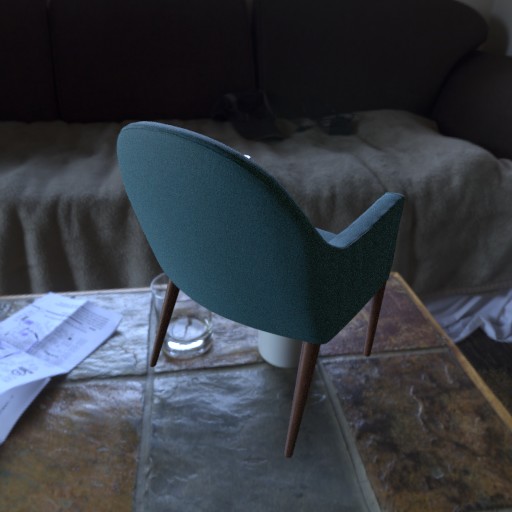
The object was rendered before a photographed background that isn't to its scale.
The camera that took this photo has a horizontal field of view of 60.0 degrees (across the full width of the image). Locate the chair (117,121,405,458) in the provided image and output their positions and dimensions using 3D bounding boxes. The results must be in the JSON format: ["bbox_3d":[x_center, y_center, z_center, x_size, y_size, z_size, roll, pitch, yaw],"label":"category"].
[{"bbox_3d":[0.000,0.000,1.337,0.656,0.907,0.652,22,37,32],"label":"chair"}]
